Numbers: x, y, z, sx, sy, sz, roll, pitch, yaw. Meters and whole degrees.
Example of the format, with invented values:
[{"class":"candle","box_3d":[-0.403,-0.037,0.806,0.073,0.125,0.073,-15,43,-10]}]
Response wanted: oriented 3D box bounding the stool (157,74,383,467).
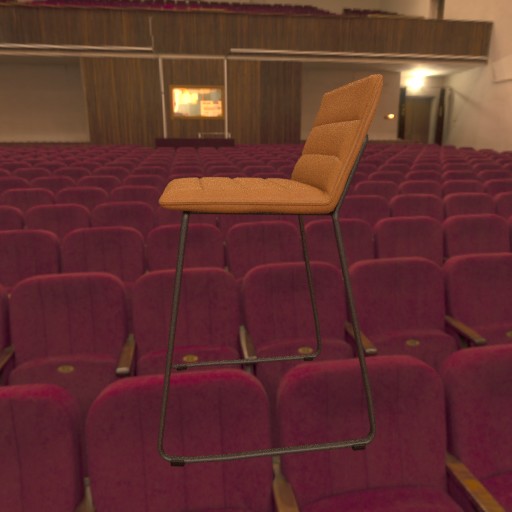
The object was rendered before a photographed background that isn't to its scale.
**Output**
[{"class":"stool","box_3d":[0.000,0.000,1.172,0.524,0.866,0.489,-2,14,-8]}]
